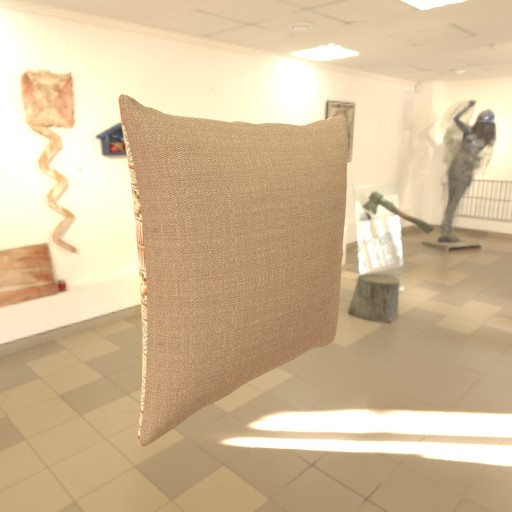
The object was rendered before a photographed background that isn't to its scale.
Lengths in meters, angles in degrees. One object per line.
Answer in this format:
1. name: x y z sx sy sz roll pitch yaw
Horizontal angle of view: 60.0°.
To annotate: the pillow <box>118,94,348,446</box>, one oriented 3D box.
1. pillow: 0.000 0.000 0.804 0.215 0.519 0.521 14 20 42
